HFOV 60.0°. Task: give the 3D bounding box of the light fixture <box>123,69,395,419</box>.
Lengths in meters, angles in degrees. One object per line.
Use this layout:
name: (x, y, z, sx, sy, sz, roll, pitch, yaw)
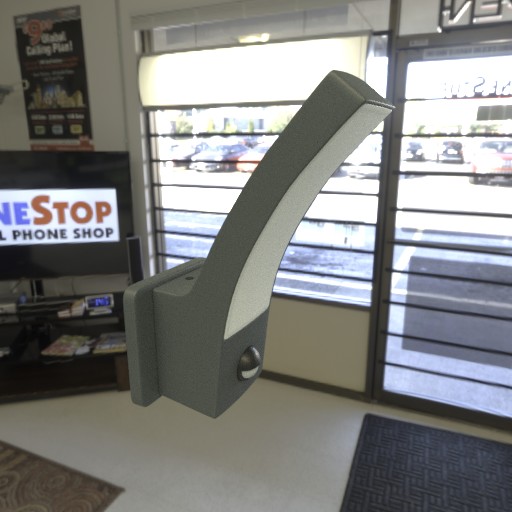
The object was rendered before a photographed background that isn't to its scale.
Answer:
light fixture: (0.000, 0.000, 0.328, 0.174, 0.243, 0.108, 8, 17, 26)
